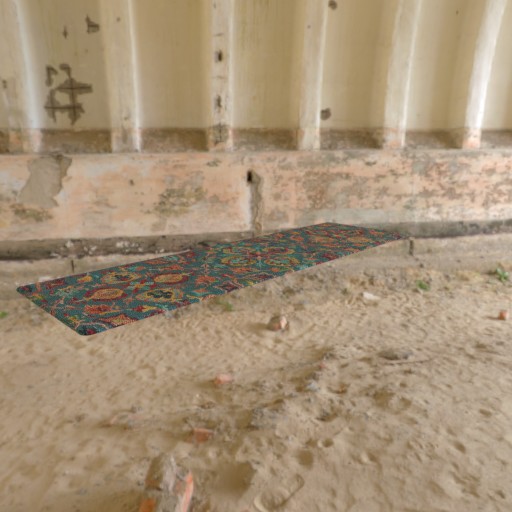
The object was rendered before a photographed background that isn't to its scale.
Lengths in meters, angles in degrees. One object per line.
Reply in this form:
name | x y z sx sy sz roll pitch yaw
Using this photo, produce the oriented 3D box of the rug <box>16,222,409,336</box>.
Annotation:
rug | 0.000 0.000 2.473 2.286 0.013 0.686 -14 20 -43
